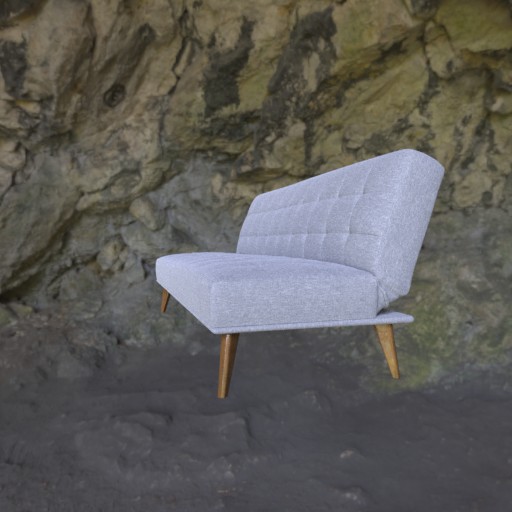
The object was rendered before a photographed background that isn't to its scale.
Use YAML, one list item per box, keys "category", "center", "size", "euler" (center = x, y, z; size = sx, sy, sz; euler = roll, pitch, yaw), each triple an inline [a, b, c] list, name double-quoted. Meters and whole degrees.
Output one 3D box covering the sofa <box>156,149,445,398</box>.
- category: "sofa"
  center: [0.000, 0.000, 2.295]
  size: [0.860, 0.810, 1.800]
  euler: [-1, 2, -18]
